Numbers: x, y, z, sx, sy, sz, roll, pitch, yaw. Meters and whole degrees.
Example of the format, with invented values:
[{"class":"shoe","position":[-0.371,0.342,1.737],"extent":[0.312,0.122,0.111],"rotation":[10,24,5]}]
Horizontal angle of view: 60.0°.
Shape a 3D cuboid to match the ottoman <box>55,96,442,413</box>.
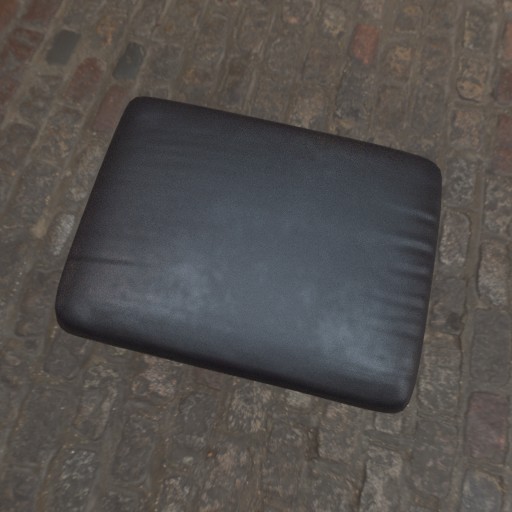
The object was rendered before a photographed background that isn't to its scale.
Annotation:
[{"class":"ottoman","position":[0.000,0.000,1.077],"extent":[0.764,0.402,0.570],"rotation":[13,75,3]}]
